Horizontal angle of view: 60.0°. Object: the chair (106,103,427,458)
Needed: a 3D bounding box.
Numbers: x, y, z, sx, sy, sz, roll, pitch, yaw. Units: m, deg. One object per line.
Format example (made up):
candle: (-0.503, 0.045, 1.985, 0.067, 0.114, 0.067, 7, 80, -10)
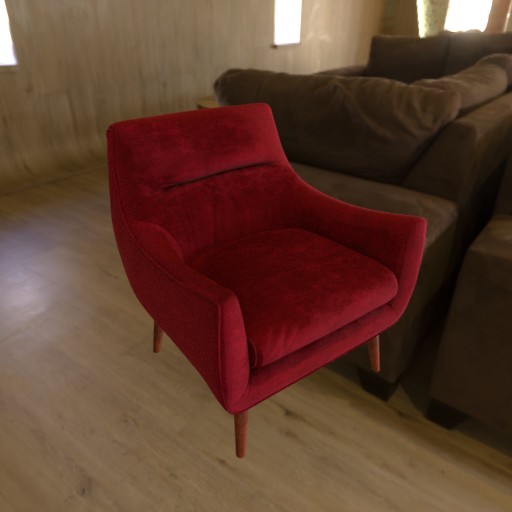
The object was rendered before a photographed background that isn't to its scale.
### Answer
chair: (0.000, 0.000, 1.469, 0.762, 0.838, 0.787, -19, 34, -31)
